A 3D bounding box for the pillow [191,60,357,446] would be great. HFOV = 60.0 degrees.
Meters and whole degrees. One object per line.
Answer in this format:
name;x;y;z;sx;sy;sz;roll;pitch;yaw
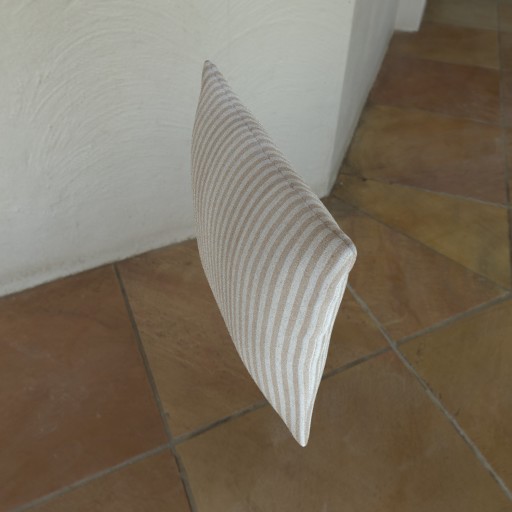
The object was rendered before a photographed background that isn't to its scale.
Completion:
pillow;0.000;0.000;0.800;0.166;0.510;0.523;-16;48;-15
